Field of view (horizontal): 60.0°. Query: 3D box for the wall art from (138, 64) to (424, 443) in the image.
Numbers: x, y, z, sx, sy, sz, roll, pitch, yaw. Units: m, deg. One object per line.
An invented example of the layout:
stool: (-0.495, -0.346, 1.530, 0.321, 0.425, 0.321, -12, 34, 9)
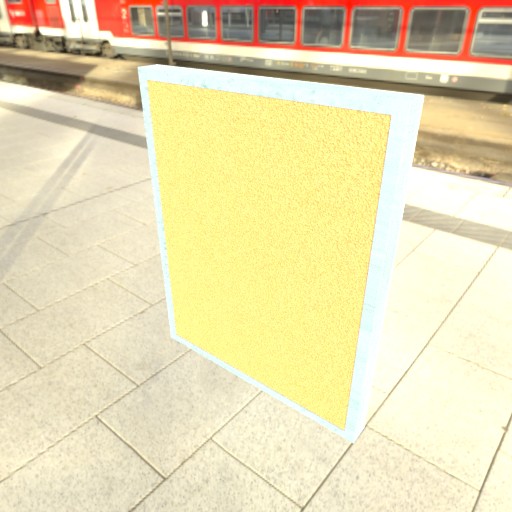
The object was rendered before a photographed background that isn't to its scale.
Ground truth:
wall art: (0.000, 0.000, 0.678, 0.409, 0.509, 0.037, 21, 36, 32)
